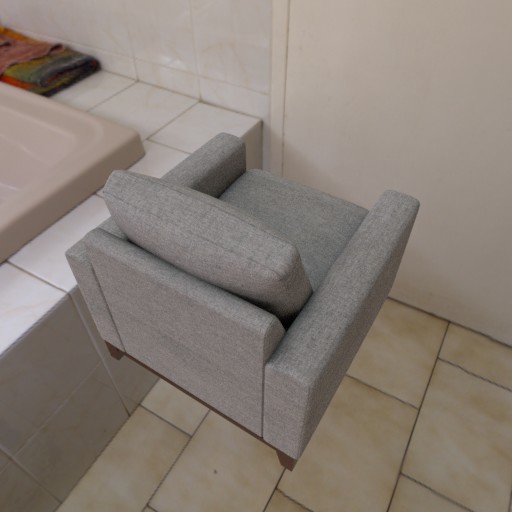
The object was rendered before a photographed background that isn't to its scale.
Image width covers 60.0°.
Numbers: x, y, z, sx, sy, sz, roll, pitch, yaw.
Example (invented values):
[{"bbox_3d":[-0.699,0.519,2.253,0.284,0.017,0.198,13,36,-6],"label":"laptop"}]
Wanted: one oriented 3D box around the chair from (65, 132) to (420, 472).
[{"bbox_3d":[0.000,0.000,1.871,1.024,1.010,1.038,24,51,22],"label":"chair"}]
